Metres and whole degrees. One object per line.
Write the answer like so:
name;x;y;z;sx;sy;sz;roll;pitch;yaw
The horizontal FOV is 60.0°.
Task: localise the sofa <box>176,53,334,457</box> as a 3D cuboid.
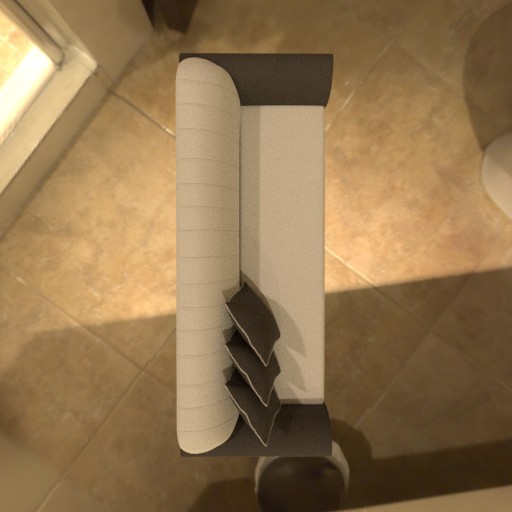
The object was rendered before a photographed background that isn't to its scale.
sofa;0.000;0.000;2.387;0.755;0.787;2.001;0;91;-1
